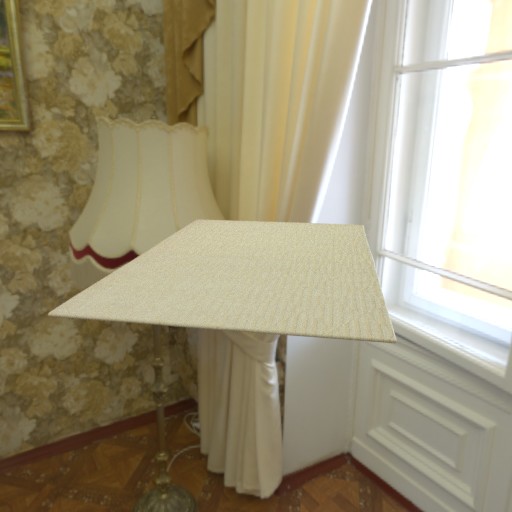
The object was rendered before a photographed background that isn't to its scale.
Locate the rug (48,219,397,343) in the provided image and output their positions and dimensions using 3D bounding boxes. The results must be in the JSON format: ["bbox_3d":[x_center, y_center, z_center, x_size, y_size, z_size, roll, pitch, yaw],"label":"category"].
[{"bbox_3d":[0.000,0.000,2.386,1.238,0.014,1.848,3,16,9],"label":"rug"}]
